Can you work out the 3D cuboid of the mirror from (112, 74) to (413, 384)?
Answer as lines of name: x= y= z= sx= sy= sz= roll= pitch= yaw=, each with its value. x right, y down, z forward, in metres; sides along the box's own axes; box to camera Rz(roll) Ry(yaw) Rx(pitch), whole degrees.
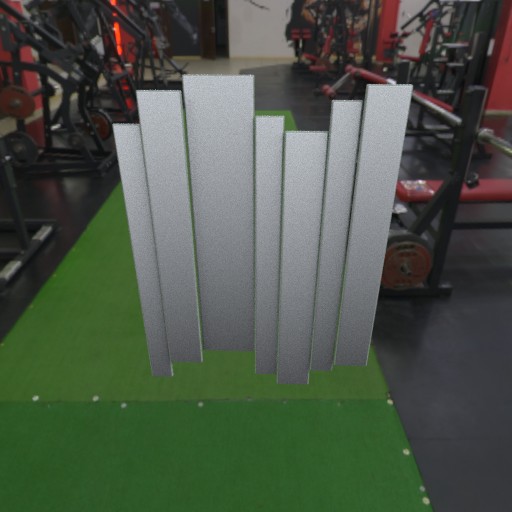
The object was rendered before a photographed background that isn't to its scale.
mirror: x=0.000 y=0.000 z=0.802 sx=0.445 sy=0.611 sz=0.058 roll=1 pitch=30 yaw=2
